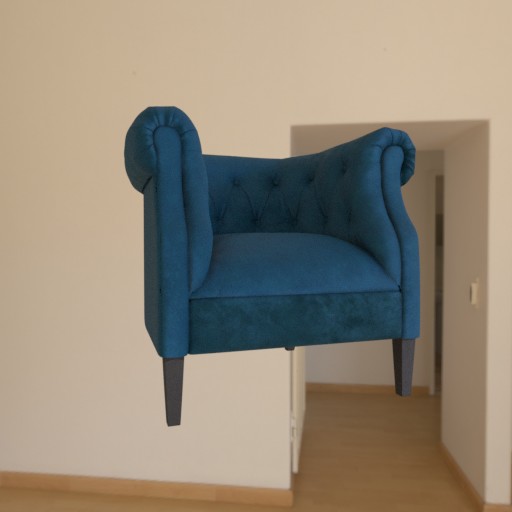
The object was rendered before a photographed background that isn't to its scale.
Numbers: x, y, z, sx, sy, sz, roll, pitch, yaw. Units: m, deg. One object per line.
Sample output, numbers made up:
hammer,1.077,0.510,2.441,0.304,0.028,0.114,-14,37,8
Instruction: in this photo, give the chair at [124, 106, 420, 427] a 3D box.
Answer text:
chair,0.000,0.000,1.573,0.904,0.826,0.851,0,1,-18
